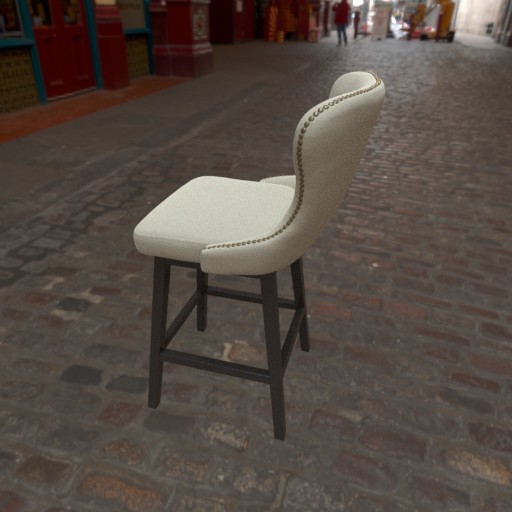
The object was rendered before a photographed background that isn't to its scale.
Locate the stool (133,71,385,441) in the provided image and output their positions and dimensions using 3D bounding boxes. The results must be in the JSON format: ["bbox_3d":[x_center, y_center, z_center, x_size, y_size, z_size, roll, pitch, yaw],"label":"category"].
[{"bbox_3d":[0.000,0.000,1.277,0.593,0.971,0.528,8,31,14],"label":"stool"}]
